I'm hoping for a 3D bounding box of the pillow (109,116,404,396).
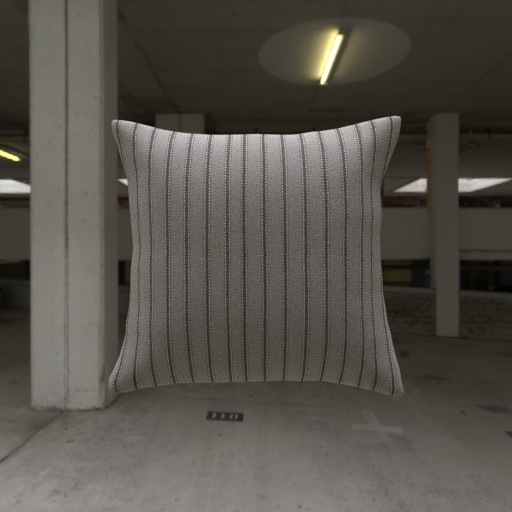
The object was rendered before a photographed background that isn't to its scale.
[{"bbox_3d":[0.000,0.000,0.705,0.468,0.444,0.138,0,0,0],"label":"pillow"}]
